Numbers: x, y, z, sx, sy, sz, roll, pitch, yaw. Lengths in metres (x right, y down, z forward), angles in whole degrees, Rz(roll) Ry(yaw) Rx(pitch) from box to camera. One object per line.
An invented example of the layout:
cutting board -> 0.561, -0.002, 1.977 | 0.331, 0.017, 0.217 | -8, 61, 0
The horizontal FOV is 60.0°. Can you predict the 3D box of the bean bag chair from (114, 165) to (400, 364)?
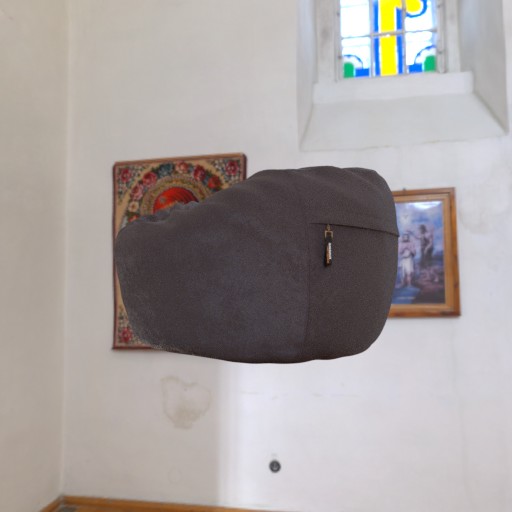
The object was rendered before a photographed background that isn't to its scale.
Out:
bean bag chair -> 0.000, 0.000, 2.053 | 1.245, 0.821, 1.245 | 0, -3, 0
